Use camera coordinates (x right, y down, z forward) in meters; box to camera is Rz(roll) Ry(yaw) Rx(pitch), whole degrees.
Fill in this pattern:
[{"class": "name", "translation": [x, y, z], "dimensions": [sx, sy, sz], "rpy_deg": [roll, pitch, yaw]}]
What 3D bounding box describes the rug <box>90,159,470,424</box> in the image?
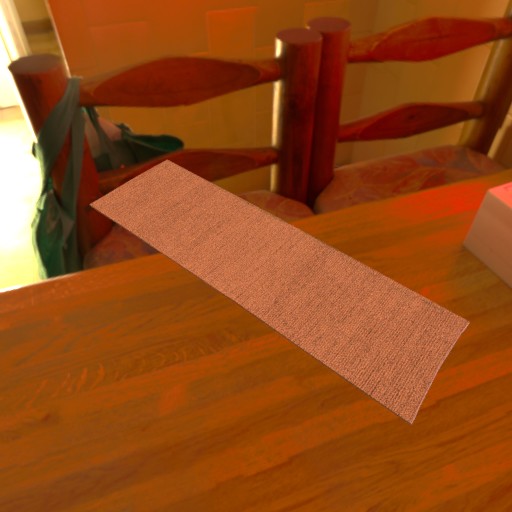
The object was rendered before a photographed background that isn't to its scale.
[{"class": "rug", "translation": [0.000, 0.000, 2.608], "dimensions": [2.320, 0.032, 0.692], "rpy_deg": [31, 53, 27]}]
